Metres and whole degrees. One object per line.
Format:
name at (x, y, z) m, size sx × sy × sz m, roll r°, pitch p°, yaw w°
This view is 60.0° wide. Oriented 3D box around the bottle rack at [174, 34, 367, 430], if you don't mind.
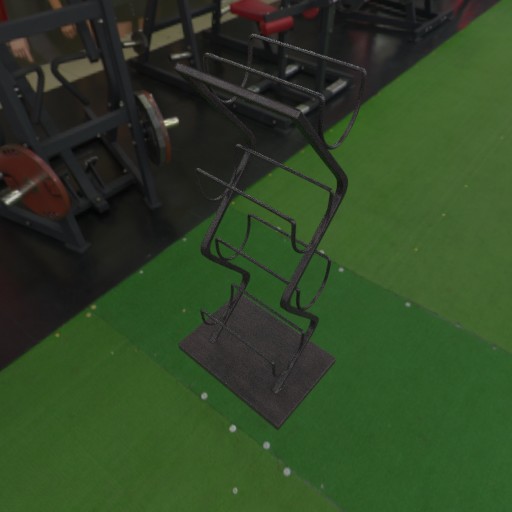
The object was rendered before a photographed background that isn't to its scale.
bottle rack at (0.000, 0.000, 0.673) m, size 0.254 × 0.559 × 0.178 m, roll 32°, pitch 53°, yaw 27°
